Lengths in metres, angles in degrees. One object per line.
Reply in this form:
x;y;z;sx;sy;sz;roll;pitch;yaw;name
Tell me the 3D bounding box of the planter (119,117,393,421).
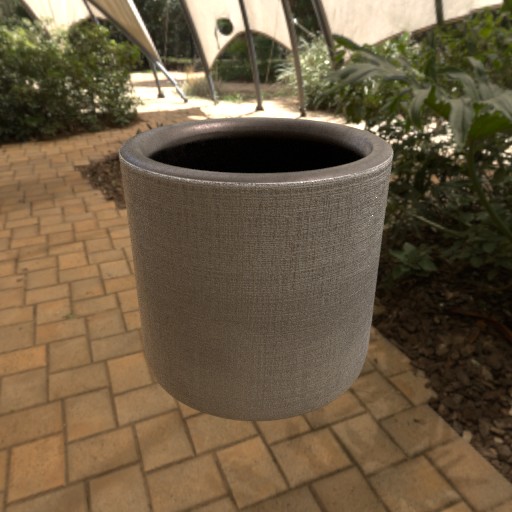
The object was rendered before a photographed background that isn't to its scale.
0.000;0.000;0.298;0.160;0.156;0.160;0;27;0;planter
